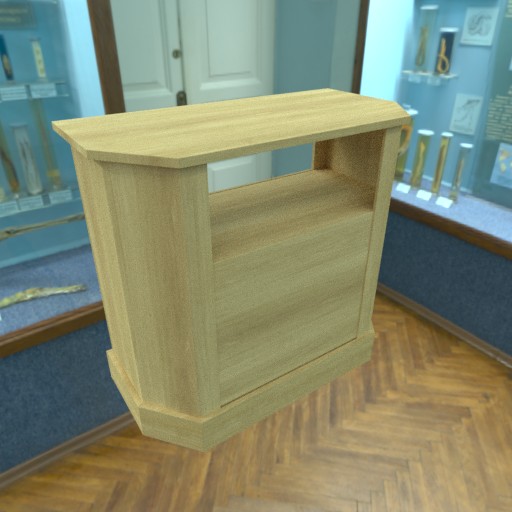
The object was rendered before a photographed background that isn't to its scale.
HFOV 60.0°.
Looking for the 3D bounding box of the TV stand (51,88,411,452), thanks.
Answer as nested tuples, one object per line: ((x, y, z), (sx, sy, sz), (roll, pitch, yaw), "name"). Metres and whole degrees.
((0.000, 0.000, 1.267), (0.851, 0.781, 0.425), (-18, 34, -29), "TV stand")
